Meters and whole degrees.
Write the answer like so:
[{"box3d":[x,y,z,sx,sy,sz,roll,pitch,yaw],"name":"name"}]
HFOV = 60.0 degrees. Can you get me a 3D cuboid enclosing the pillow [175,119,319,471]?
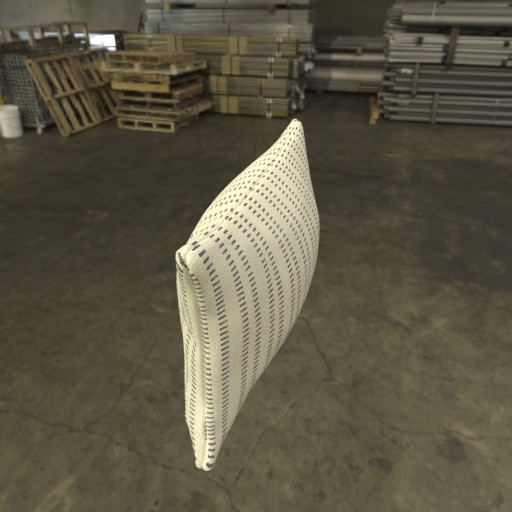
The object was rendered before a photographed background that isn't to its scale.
[{"box3d":[0.000,0.000,0.804,0.210,0.353,0.640,8,31,13],"name":"pillow"}]
